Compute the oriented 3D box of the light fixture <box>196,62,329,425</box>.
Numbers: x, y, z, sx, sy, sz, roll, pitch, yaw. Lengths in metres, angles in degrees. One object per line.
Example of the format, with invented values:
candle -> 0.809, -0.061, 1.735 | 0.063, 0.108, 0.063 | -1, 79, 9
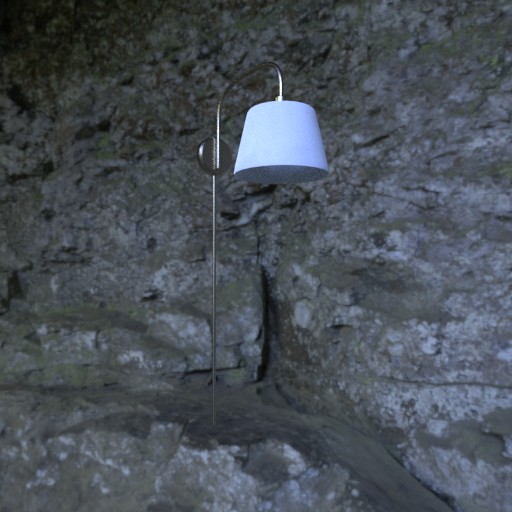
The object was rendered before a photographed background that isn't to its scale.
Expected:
light fixture -> 0.000, 0.000, 0.463 | 0.092, 0.399, 0.176 | 1, -1, -36
